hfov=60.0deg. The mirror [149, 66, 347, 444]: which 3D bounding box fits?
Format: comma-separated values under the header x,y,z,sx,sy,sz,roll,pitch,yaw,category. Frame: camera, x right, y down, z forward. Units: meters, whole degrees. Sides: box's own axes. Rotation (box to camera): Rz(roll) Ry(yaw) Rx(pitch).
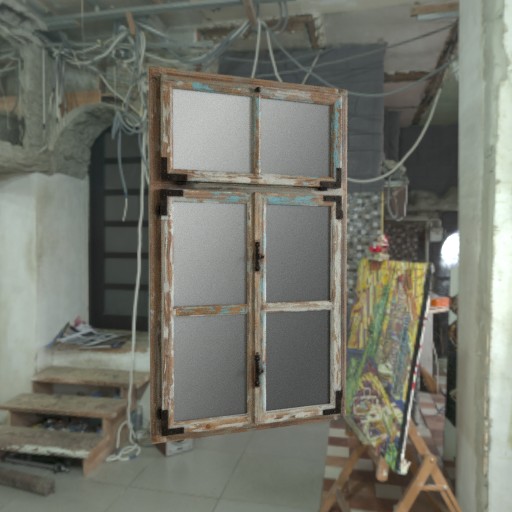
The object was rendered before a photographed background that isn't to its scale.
x,y,z,sx,sy,sz,roll,pitch,yaw,category
0.000,0.000,1.523,0.707,1.213,0.083,0,1,-18,mirror
